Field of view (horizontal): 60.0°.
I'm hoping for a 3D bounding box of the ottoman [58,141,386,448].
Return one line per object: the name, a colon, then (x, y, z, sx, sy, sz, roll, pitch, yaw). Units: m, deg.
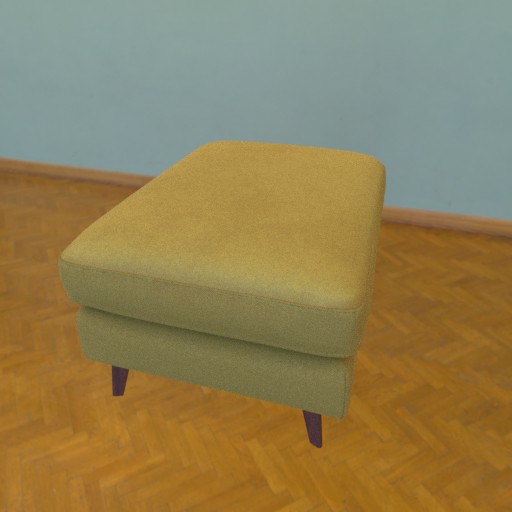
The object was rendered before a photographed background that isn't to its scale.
ottoman: (0.000, 0.000, 1.172, 0.608, 0.449, 0.811, 9, 31, 14)
